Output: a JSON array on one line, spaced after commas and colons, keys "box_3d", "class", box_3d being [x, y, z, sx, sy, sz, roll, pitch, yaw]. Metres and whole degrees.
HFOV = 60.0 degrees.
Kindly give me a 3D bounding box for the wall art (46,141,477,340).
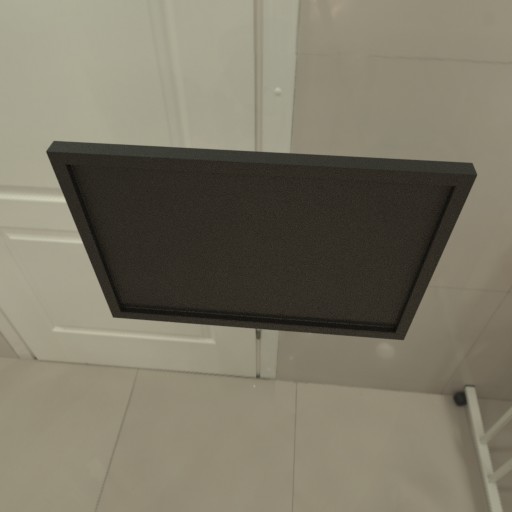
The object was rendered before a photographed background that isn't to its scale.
[{"box_3d": [0.000, 0.000, 0.571, 0.443, 0.301, 0.021, 4, 47, 4], "class": "wall art"}]
